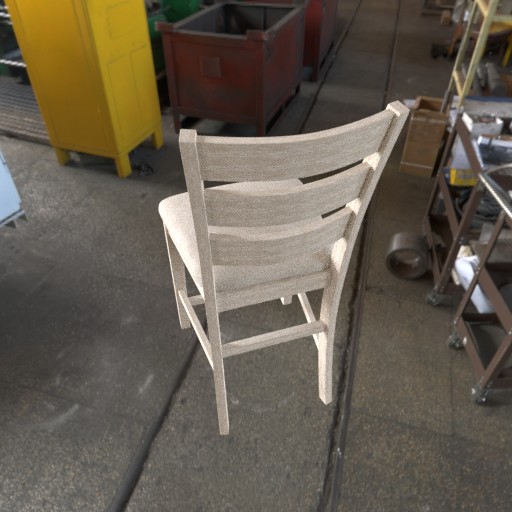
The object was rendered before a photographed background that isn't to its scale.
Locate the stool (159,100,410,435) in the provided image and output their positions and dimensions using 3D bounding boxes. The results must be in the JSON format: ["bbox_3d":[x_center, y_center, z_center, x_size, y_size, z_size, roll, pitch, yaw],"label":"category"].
[{"bbox_3d":[0.000,0.000,1.303,0.484,1.032,0.569,-12,42,-13],"label":"stool"}]
